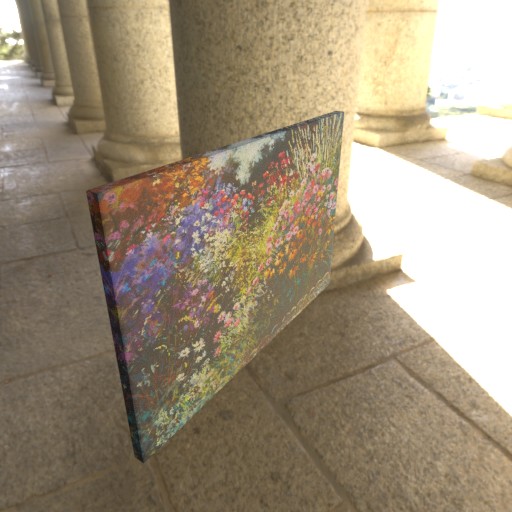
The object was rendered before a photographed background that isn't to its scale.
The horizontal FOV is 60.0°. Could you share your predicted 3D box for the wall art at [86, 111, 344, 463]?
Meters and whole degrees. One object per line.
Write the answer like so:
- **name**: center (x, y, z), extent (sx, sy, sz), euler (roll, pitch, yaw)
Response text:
- **wall art**: center (0.000, 0.000, 1.446), extent (0.042, 0.760, 1.136), euler (17, 32, 30)
